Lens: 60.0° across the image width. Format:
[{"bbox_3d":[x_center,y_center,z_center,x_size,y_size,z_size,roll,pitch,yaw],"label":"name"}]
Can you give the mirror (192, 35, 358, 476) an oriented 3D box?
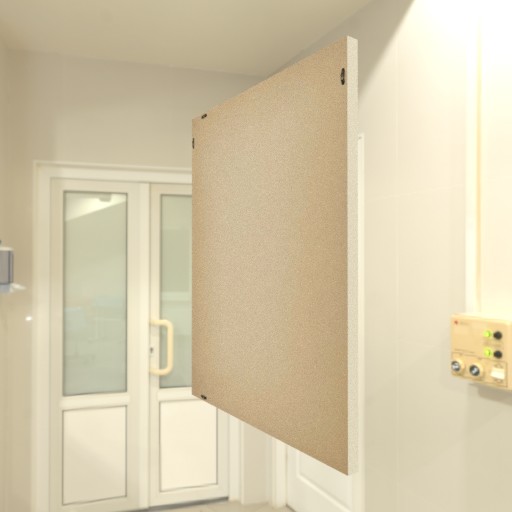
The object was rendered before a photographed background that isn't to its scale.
[{"bbox_3d":[0.000,0.000,1.339,0.041,1.016,0.762,0,-1,-36],"label":"mirror"}]
